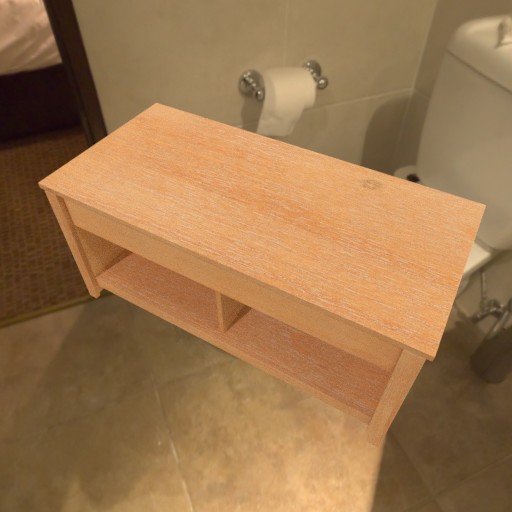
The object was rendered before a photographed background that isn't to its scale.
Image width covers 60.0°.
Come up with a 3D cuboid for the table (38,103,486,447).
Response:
[{"bbox_3d":[0.000,0.000,1.276,1.016,0.457,0.483,23,51,20],"label":"table"}]
